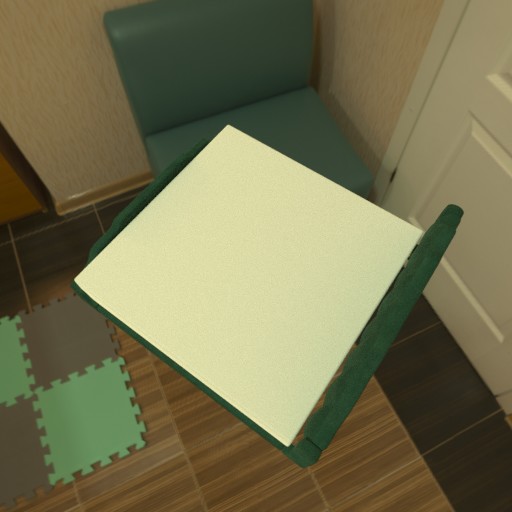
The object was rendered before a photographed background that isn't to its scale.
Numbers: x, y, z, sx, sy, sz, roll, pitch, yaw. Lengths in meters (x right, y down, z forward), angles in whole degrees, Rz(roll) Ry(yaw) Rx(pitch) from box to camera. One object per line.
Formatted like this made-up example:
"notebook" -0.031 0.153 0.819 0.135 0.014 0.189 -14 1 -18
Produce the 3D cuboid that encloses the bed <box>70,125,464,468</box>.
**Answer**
"bed" 0.000 0.000 3.543 2.340 1.245 2.074 32 67 16
